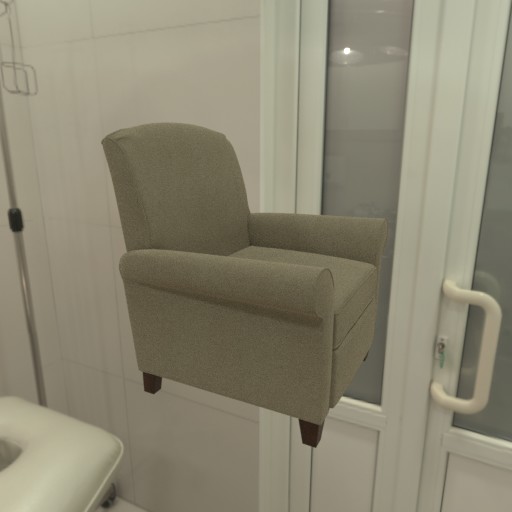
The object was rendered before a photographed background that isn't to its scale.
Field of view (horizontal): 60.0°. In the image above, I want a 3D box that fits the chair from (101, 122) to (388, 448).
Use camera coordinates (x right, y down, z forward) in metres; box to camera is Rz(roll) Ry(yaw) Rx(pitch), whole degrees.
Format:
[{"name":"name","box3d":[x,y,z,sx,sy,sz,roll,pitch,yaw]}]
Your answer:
[{"name":"chair","box3d":[0.000,0.000,1.829,0.905,1.061,0.978,8,18,26]}]
